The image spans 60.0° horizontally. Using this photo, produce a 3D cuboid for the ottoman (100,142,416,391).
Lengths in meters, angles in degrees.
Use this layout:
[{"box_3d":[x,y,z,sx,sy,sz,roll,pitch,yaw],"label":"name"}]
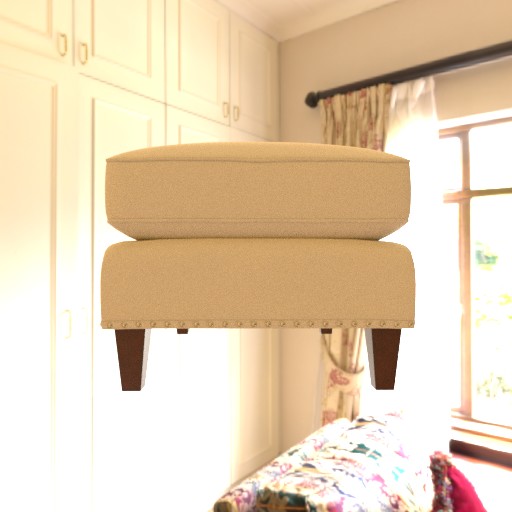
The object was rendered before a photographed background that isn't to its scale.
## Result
[{"box_3d":[0.000,0.000,1.170,0.584,0.513,0.741,0,0,-1],"label":"ottoman"}]
